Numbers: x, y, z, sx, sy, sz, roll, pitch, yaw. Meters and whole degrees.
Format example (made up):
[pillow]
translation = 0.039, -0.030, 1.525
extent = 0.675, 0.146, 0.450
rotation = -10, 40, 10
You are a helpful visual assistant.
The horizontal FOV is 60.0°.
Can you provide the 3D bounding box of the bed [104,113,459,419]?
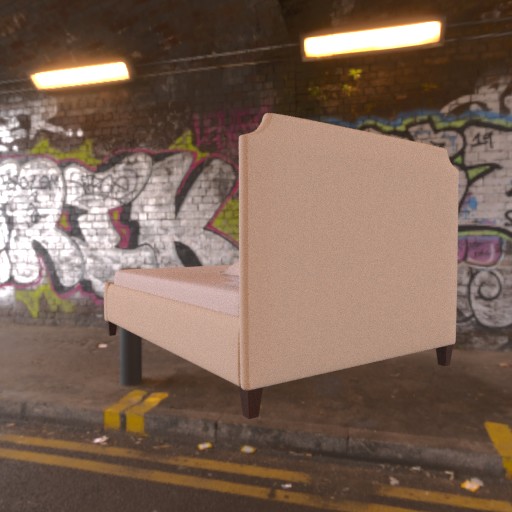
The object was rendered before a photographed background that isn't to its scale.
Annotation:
[bed]
translation = 0.000, 0.000, 3.442
extent = 1.712, 1.443, 2.372
rotation = -1, 2, -34
